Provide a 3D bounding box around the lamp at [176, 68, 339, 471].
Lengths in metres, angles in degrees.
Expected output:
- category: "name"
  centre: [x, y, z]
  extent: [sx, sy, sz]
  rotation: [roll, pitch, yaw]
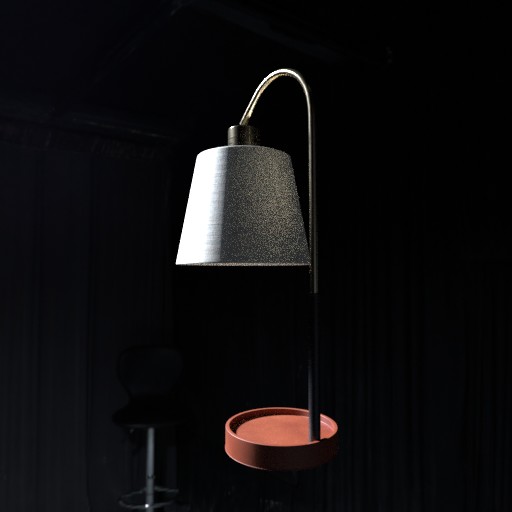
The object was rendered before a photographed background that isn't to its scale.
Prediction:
- category: "lamp"
  centre: [0.000, 0.000, 0.676]
  extent: [0.211, 0.536, 0.273]
  rotation: [2, -3, -37]
